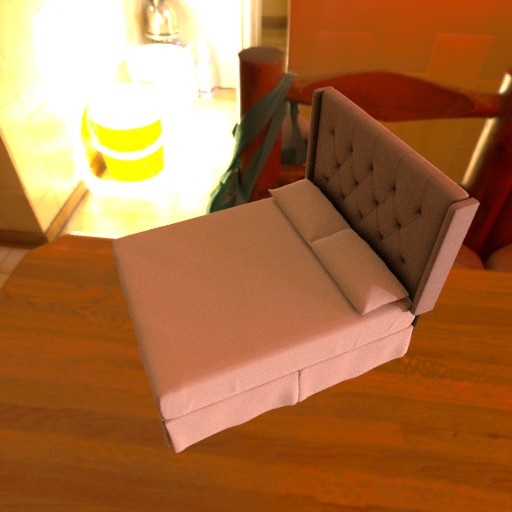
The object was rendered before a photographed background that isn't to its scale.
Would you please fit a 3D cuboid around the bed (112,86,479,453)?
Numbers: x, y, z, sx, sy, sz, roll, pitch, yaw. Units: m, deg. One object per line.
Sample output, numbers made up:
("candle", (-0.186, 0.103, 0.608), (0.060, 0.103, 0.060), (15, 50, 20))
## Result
("bed", (0.000, 0.000, 3.378), (2.066, 1.665, 1.719), (-17, 47, -16))
